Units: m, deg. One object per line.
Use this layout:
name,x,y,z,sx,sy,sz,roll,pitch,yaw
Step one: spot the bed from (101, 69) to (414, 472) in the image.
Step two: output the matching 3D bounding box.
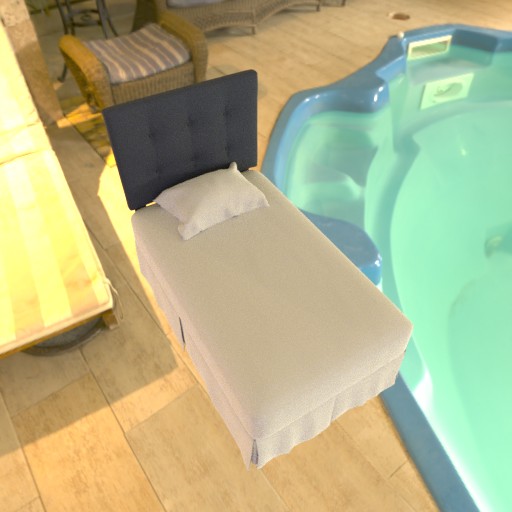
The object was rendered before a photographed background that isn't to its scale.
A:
bed,0.000,0.000,3.011,1.261,1.571,1.997,-24,51,-21
